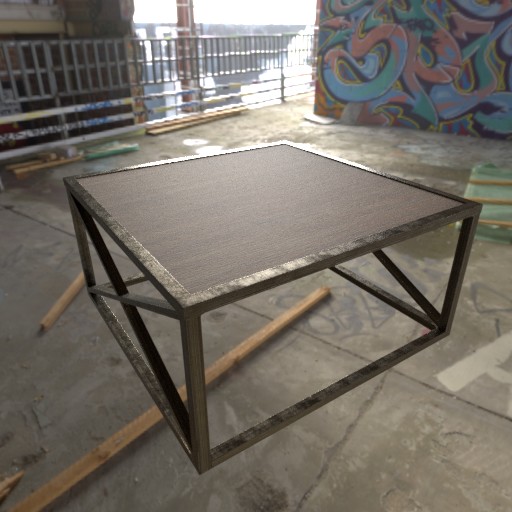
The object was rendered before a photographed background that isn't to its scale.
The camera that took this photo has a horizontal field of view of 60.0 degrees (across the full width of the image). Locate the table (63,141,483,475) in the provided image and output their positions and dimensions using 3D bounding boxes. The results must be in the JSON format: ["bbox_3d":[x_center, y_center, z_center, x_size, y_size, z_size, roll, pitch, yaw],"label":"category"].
[{"bbox_3d":[0.000,0.000,1.435,0.909,0.451,0.899,-17,32,-30],"label":"table"}]
